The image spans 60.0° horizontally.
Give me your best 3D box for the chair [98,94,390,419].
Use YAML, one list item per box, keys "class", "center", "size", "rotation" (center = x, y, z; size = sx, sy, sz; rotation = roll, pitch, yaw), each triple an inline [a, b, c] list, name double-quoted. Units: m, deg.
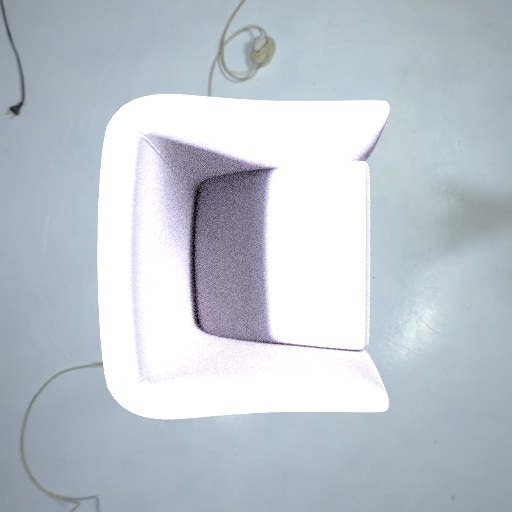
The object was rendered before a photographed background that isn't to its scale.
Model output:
- class: "chair"
  center: [0.000, 0.000, 1.336]
  size: [0.700, 0.720, 0.790]
  rotation: [0, 91, 1]
